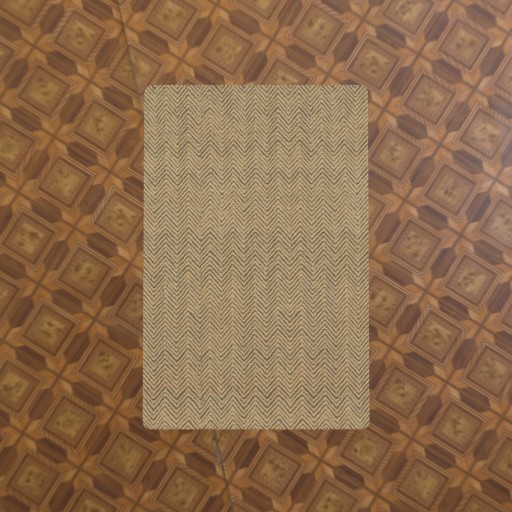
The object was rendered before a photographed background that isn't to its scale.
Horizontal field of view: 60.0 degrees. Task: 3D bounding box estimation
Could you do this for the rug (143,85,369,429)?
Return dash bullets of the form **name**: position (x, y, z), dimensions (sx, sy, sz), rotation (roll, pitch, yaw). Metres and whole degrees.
- **rug**: position (0.000, 0.000, 2.258), dimensions (1.144, 0.008, 1.752), rotation (0, 89, 0)
